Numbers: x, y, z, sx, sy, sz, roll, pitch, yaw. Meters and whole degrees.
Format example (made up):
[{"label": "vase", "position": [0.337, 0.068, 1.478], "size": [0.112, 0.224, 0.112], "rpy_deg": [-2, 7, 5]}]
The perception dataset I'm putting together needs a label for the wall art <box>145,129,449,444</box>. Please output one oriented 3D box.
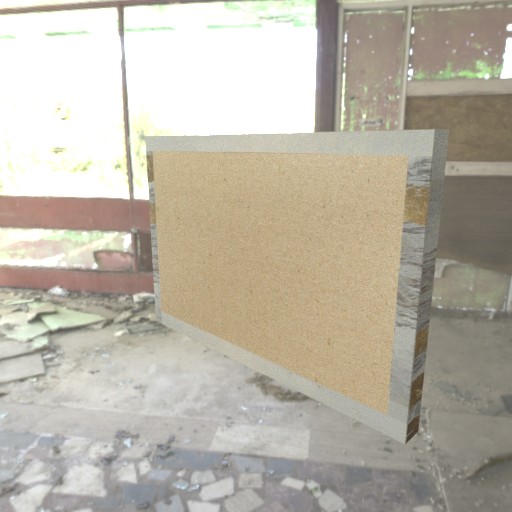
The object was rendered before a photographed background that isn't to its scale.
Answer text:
[{"label": "wall art", "position": [0.000, 0.000, 0.766], "size": [0.606, 0.407, 0.041], "rpy_deg": [14, 20, 43]}]
